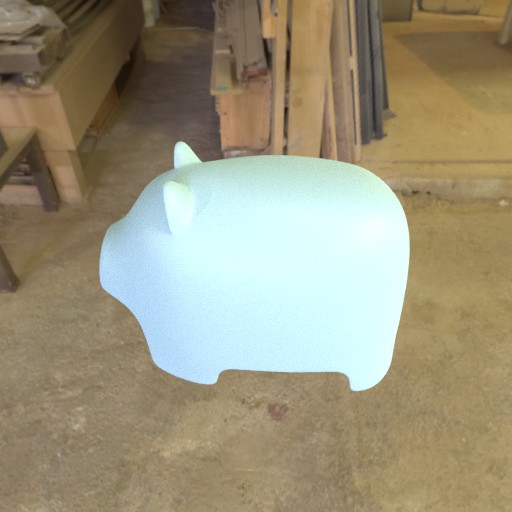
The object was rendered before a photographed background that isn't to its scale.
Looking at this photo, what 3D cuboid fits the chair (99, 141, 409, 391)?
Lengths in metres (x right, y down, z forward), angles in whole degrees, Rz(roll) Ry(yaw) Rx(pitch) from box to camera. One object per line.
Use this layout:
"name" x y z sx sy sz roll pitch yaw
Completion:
"chair" 0.000 0.000 0.894 0.619 0.423 0.364 1 41 1
